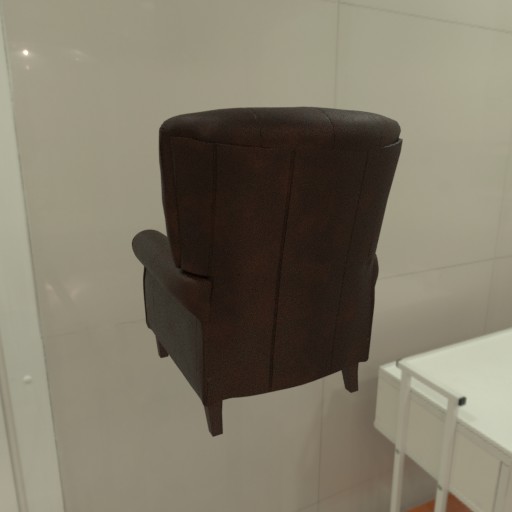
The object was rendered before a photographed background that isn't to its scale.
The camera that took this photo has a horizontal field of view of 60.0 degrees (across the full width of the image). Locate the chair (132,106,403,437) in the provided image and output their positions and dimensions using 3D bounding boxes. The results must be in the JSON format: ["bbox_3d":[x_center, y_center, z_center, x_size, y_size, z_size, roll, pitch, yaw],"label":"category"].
[{"bbox_3d":[0.000,0.000,1.895,0.948,1.158,1.058,-7,16,-27],"label":"chair"}]
